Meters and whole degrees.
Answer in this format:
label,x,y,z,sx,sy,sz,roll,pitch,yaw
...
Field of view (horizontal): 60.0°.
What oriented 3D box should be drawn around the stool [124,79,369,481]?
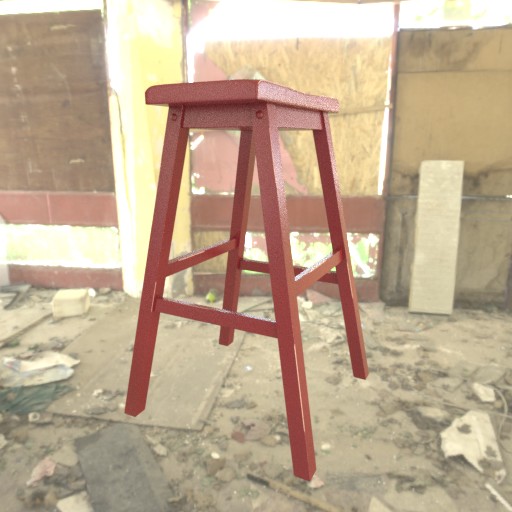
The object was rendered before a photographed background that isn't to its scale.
label,x,y,z,sx,sy,sz,roll,pitch,yaw
stool,0.000,0.000,1.062,0.476,0.737,0.457,8,16,27
